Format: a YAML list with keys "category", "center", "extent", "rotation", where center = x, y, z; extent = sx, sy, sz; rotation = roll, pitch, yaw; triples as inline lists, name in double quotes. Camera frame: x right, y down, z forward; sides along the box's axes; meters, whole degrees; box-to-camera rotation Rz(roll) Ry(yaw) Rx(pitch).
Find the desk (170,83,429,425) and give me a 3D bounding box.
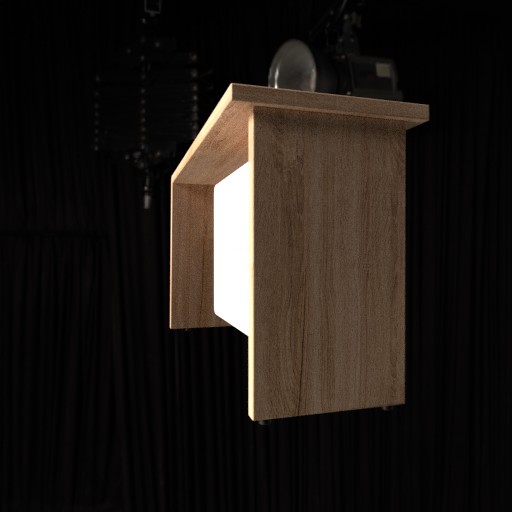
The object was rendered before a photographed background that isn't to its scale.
- category: "desk"
  center: [0.000, 0.000, 1.640]
  extent: [0.500, 0.750, 1.300]
  rotation: [0, 1, -17]
